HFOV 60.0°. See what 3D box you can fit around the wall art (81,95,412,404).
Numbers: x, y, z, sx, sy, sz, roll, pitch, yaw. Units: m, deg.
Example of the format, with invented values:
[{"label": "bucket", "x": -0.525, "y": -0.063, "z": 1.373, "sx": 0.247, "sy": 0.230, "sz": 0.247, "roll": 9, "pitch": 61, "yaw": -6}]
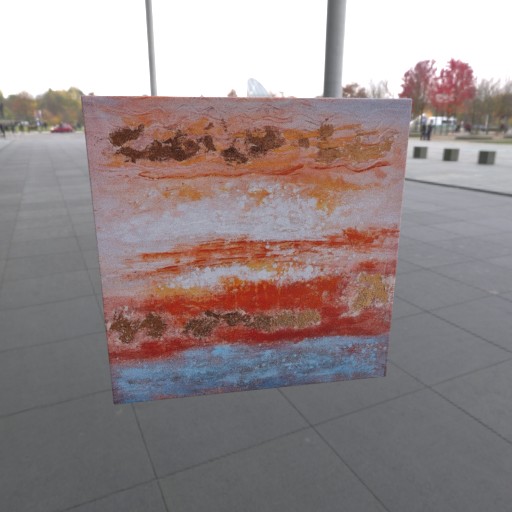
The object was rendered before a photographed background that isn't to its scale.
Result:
[{"label": "wall art", "x": 0.000, "y": 0.000, "z": 1.106, "sx": 0.747, "sy": 0.747, "sz": 0.035, "roll": -3, "pitch": 17, "yaw": -10}]
